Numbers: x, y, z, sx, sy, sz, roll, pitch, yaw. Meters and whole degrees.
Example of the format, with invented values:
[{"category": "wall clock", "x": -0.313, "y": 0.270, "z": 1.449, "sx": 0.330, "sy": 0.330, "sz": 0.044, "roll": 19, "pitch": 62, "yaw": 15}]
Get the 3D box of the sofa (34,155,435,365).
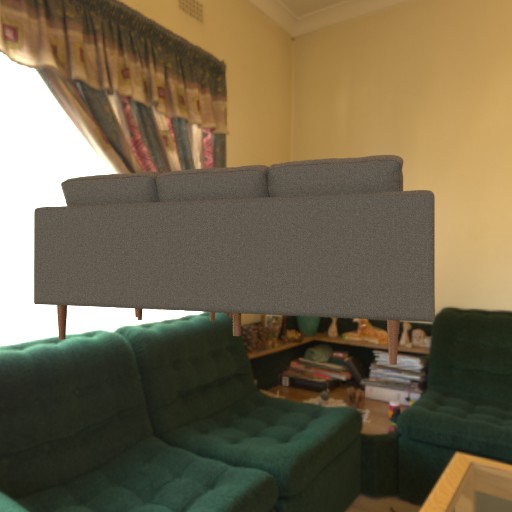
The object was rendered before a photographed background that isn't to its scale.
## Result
[{"category": "sofa", "x": 0.000, "y": 0.000, "z": 2.822, "sx": 2.031, "sy": 0.897, "sz": 1.591, "roll": 0, "pitch": 0, "yaw": 19}]
